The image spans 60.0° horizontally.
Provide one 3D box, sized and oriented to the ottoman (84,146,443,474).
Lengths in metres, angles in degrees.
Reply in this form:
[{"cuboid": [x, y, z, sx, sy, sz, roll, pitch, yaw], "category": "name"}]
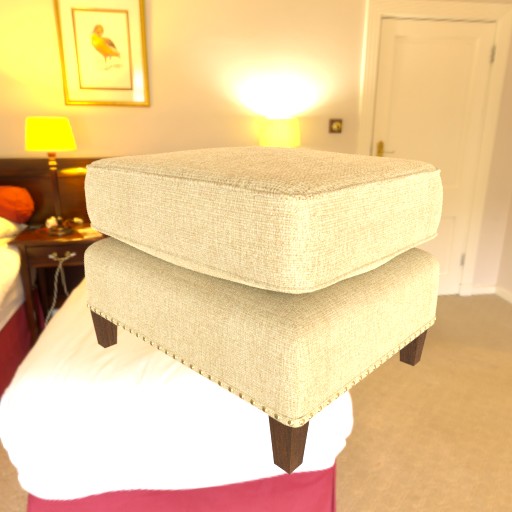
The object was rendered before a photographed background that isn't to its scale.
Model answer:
[{"cuboid": [0.000, 0.000, 1.120, 0.738, 0.537, 0.589, 16, 23, 41], "category": "ottoman"}]
